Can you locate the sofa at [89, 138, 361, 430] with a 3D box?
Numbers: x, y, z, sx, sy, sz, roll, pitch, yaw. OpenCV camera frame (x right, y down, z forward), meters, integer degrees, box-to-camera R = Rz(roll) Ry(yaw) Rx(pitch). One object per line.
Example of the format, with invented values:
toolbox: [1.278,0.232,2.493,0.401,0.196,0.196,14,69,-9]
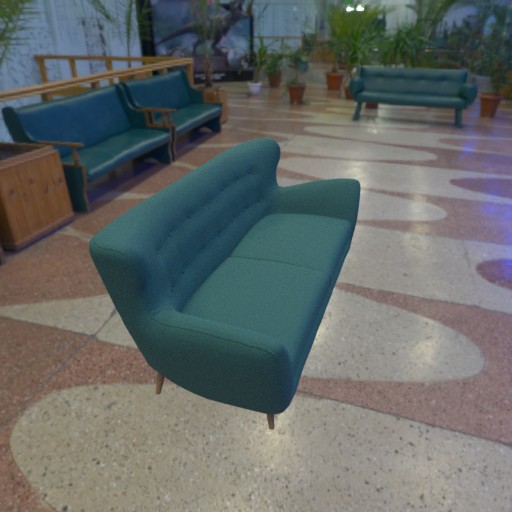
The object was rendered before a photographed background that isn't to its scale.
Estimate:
sofa: [0.000,0.000,2.472,0.889,0.890,1.930,10,29,17]
